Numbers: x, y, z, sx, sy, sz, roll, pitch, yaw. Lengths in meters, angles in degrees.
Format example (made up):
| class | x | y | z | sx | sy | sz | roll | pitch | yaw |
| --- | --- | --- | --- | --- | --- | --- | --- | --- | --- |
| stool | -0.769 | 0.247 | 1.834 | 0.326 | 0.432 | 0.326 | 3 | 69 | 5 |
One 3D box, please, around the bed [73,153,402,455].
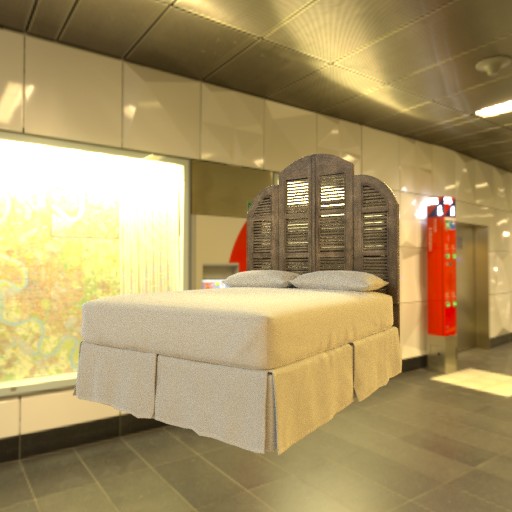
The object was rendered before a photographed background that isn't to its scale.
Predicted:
| class | x | y | z | sx | sy | sz | roll | pitch | yaw |
| --- | --- | --- | --- | --- | --- | --- | --- | --- | --- |
| bed | 0.000 | 0.000 | 3.480 | 1.713 | 2.019 | 2.138 | -1 | -2 | 35 |
